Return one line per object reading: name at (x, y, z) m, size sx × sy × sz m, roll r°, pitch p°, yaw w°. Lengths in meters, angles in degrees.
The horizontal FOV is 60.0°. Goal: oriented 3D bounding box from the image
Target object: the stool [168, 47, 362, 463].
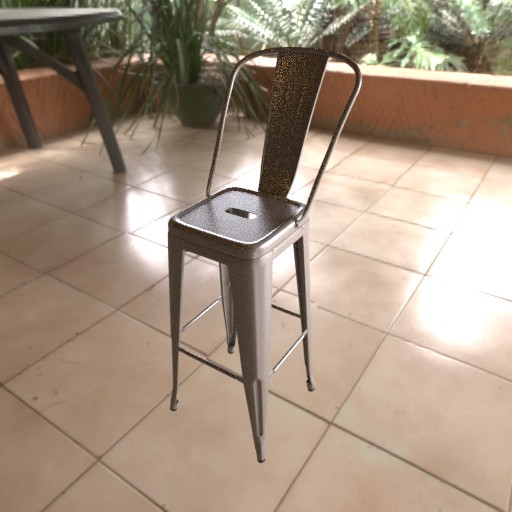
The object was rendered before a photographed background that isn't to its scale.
stool at (0.000, 0.000, 1.329) m, size 0.399 × 1.096 × 0.513 m, roll 19°, pitch 36°, yaw 28°
